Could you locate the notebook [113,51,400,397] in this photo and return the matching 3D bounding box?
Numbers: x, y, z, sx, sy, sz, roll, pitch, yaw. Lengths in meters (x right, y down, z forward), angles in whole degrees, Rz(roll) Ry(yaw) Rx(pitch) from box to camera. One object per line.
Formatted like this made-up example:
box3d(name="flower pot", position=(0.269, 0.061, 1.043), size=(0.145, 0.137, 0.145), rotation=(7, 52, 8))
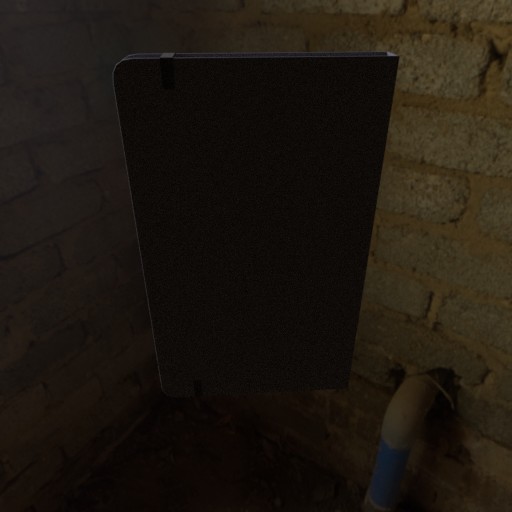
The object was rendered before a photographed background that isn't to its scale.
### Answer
box3d(name="notebook", position=(0.000, 0.000, 0.255), size=(0.127, 0.213, 0.016), rotation=(-2, 32, -3))
